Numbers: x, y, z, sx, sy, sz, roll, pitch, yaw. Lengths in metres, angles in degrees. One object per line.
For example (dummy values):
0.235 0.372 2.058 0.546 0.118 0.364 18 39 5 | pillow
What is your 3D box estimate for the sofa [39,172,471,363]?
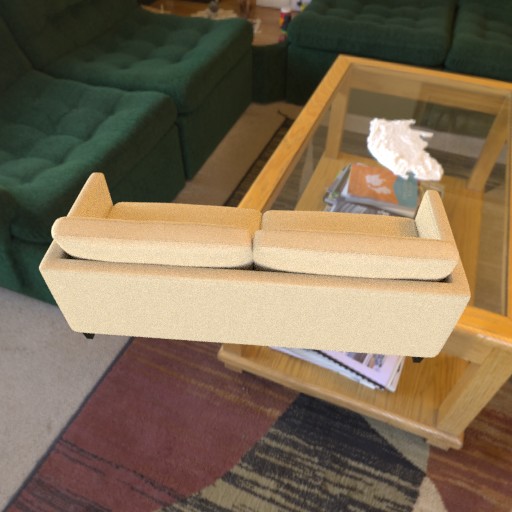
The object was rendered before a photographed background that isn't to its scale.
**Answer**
0.000 0.000 2.954 2.434 0.965 0.948 3 47 3 | sofa
